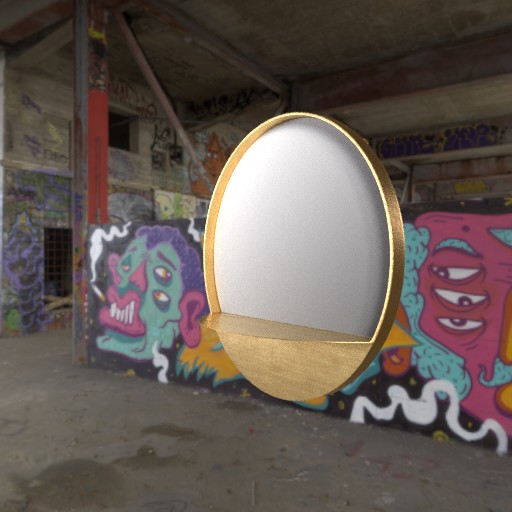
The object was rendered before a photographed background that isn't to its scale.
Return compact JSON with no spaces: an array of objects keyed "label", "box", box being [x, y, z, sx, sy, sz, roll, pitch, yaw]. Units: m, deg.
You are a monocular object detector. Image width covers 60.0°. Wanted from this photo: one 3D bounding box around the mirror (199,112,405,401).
[{"label":"mirror","box":[0.000,0.000,0.702,0.133,0.457,0.457,0,-1,-37]}]
